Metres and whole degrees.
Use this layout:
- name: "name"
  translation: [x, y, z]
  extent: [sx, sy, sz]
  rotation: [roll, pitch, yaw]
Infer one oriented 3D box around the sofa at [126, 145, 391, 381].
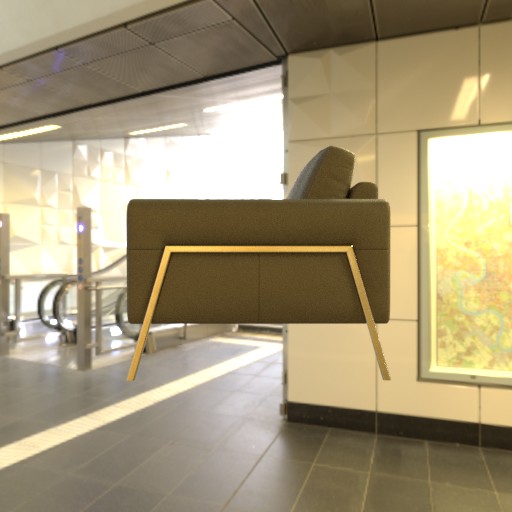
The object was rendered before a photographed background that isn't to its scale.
- name: "sofa"
  translation: [0.000, 0.000, 2.555]
  extent: [0.953, 0.875, 2.017]
  rotation: [0, 0, 0]
